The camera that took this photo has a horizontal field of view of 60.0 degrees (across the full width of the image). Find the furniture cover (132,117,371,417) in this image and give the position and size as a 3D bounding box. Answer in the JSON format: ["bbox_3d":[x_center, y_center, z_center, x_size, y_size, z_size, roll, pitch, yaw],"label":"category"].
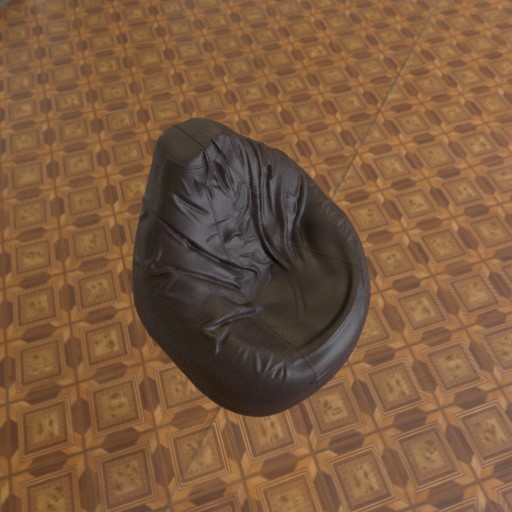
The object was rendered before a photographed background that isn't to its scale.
[{"bbox_3d":[0.000,0.000,1.885,1.070,0.990,1.070,36,65,20],"label":"furniture cover"}]
